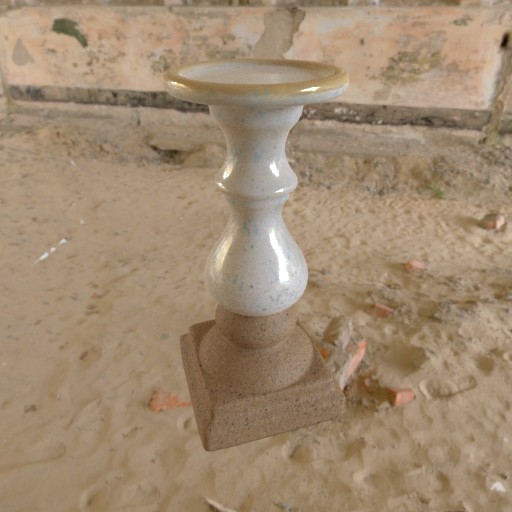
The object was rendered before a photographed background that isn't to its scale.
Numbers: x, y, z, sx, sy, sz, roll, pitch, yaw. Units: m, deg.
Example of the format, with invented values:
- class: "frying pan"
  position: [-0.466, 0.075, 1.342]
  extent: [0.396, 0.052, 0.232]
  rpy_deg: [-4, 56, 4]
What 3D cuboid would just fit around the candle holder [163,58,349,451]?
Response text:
- class: "candle holder"
  position: [0.000, 0.000, 0.305]
  extent: [0.110, 0.239, 0.110]
  rpy_deg: [-9, 32, -15]
